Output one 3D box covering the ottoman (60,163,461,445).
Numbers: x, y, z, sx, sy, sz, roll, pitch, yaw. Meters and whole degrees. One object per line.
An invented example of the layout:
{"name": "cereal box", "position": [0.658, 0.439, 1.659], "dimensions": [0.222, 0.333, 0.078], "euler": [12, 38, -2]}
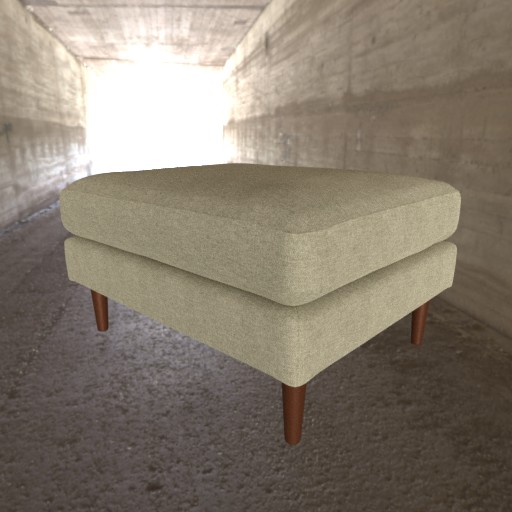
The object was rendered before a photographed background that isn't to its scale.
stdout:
{"name": "ottoman", "position": [0.000, 0.000, 1.194], "dimensions": [0.821, 0.474, 0.693], "euler": [14, 21, 41]}
